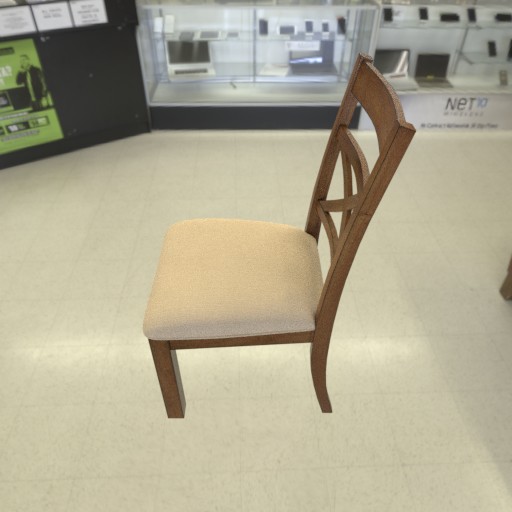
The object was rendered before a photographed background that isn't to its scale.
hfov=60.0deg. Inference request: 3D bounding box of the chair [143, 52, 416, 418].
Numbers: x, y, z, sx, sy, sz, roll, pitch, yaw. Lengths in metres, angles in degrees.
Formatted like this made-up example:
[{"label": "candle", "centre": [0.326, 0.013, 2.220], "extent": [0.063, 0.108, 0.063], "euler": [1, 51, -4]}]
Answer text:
[{"label": "chair", "centre": [0.000, 0.000, 1.224], "extent": [0.581, 0.949, 0.461], "euler": [0, 41, 0]}]
